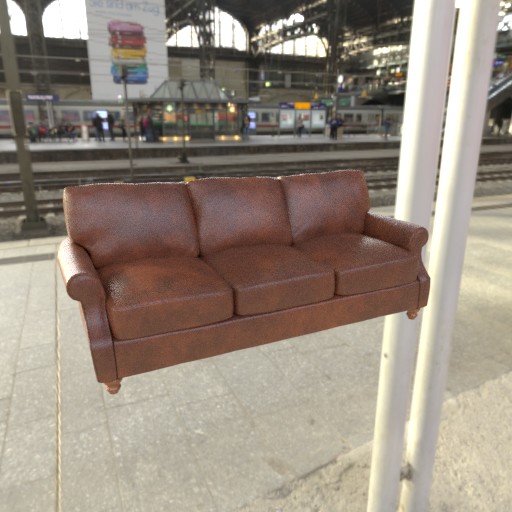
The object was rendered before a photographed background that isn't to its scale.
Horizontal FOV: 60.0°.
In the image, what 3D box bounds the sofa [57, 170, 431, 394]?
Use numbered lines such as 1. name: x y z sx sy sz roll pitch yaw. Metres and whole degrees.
1. sofa: 0.000 0.000 2.895 2.351 0.977 0.973 -8 19 -25
